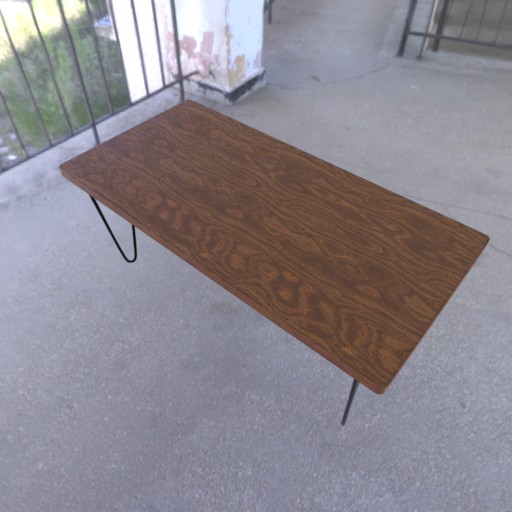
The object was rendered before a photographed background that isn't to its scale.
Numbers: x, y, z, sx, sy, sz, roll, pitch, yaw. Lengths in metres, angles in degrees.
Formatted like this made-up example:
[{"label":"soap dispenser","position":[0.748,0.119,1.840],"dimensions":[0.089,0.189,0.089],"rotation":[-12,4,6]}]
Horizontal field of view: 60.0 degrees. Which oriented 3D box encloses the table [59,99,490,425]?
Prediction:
[{"label":"table","position":[0.000,0.000,2.260],"dimensions":[1.791,0.753,0.883],"rotation":[32,55,26]}]
